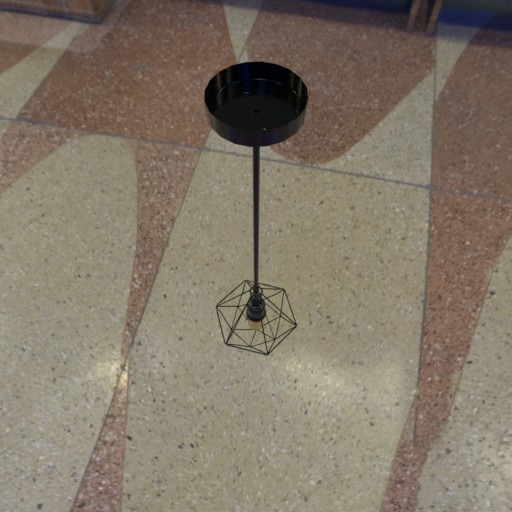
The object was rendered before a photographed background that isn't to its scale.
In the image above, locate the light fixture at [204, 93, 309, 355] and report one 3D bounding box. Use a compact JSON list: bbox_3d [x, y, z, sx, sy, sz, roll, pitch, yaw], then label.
[{"bbox_3d":[0.000,0.000,2.005,0.487,1.764,0.431,13,60,8],"label":"light fixture"}]
